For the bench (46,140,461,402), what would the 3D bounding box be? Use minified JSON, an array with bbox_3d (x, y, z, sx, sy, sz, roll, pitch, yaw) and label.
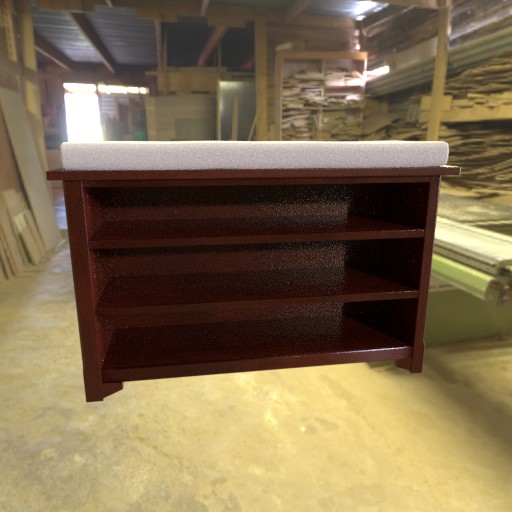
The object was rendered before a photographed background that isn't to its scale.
[{"bbox_3d":[0.000,0.000,1.284,0.987,0.646,0.369,-2,15,-9],"label":"bench"}]
